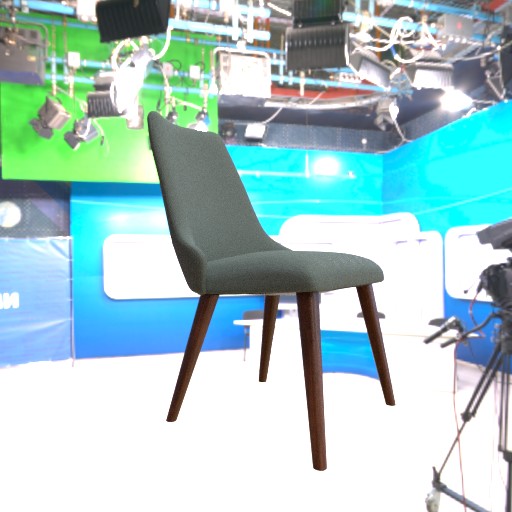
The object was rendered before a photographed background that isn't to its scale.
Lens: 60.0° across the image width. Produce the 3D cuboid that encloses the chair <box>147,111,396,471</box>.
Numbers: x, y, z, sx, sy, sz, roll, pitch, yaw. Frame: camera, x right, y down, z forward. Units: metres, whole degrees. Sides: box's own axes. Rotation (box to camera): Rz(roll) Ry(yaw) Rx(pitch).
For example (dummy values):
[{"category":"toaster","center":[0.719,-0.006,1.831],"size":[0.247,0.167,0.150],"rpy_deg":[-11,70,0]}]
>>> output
[{"category":"chair","center":[0.000,0.000,1.353],"size":[0.707,0.918,0.535],"rpy_deg":[0,0,35]}]
